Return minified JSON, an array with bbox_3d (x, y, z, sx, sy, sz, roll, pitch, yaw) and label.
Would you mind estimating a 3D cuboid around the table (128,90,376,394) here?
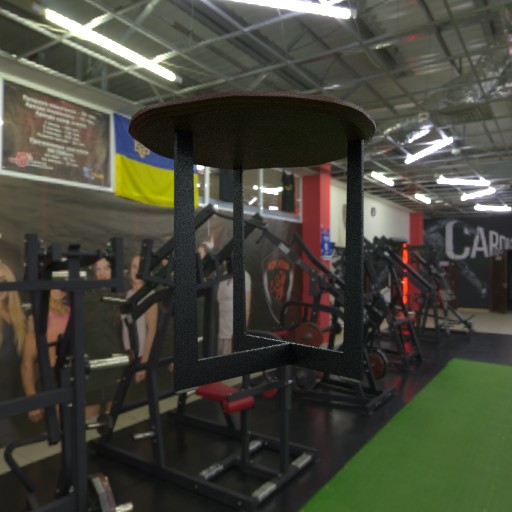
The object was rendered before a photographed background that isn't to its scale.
[{"bbox_3d":[0.000,0.000,0.881,0.477,0.476,0.494,0,-1,36],"label":"table"}]
